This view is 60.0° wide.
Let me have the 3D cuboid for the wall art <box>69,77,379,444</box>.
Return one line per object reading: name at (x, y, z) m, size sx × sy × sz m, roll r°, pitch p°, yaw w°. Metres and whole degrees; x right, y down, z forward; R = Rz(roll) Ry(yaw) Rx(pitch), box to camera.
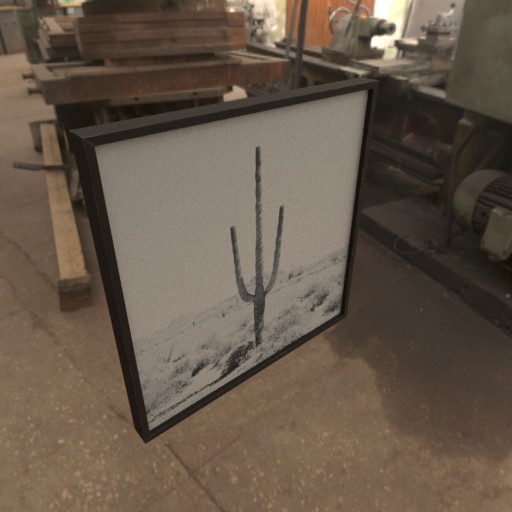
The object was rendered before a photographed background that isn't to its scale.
wall art at (0.000, 0.000, 0.749) m, size 0.508 × 0.508 × 0.038 m, roll -24°, pitch 39°, yaw -33°
